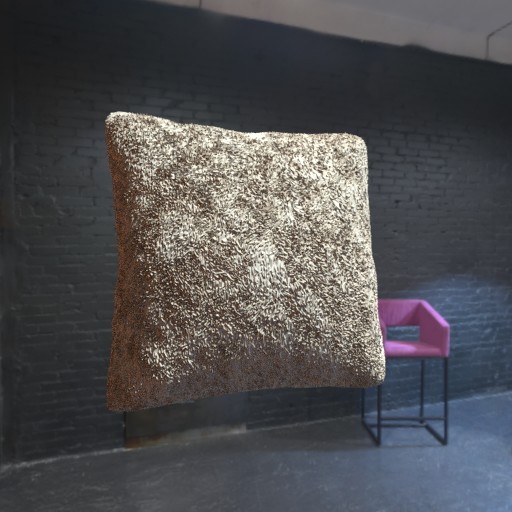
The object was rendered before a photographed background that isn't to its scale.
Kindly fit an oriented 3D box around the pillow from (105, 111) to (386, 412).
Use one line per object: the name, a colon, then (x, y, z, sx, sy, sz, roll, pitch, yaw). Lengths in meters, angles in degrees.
pillow: (0.000, 0.000, 0.821, 0.529, 0.515, 0.218, 0, 1, -18)
